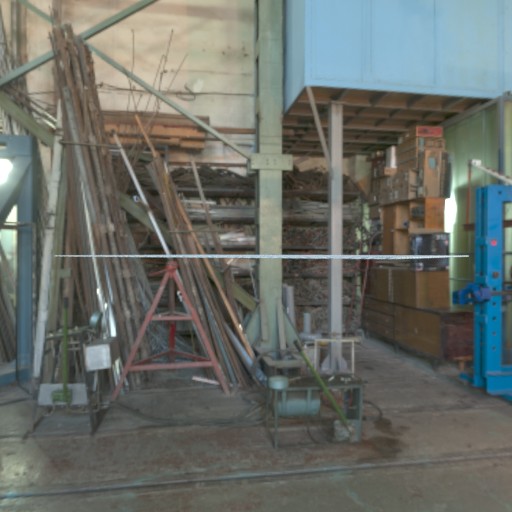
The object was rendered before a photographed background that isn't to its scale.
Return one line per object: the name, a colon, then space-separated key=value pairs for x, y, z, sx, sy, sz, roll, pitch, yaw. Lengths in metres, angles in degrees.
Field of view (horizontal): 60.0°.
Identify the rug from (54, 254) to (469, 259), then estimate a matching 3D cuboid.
rug: x=0.000 y=0.000 z=3.075 sx=2.441 sy=0.008 sz=1.526 roll=0 pitch=0 yaw=35
